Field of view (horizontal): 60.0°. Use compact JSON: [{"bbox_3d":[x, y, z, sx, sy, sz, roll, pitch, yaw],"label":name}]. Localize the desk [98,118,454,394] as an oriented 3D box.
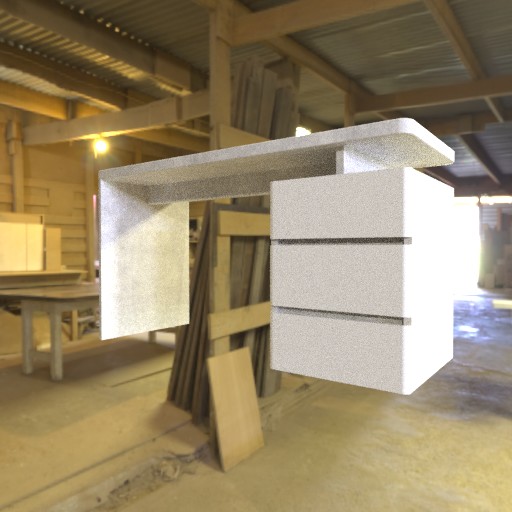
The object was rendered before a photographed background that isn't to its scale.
[{"bbox_3d":[0.000,0.000,1.802,1.400,0.755,0.550,1,1,36],"label":"desk"}]
